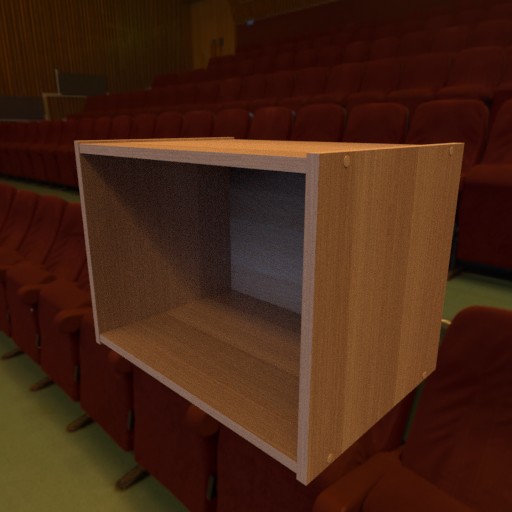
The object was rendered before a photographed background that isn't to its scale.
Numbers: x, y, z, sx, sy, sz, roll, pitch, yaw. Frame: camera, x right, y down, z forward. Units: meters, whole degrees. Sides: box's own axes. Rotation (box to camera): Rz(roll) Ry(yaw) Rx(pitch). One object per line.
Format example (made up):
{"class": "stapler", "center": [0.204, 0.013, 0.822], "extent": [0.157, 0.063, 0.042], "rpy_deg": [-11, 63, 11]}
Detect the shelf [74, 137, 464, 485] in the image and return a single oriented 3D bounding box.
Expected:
{"class": "shelf", "center": [0.000, 0.000, 0.612], "extent": [0.415, 0.305, 0.290], "rpy_deg": [15, 22, 42]}
